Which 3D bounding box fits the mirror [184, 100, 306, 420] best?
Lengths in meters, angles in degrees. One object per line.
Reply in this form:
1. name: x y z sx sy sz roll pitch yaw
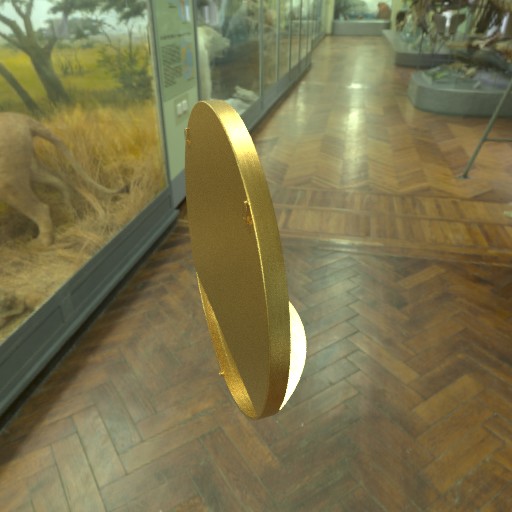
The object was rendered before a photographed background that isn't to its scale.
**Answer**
1. mirror: 0.000 0.000 0.680 0.133 0.457 0.457 -10 31 -16
